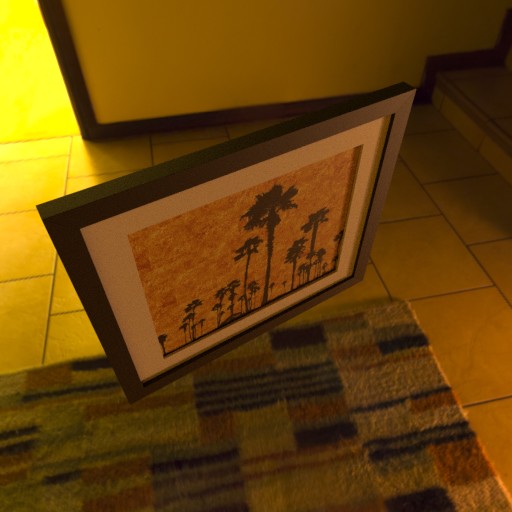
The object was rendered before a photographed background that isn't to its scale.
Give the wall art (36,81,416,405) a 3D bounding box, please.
[{"bbox_3d":[0.000,0.000,0.753,0.561,0.460,0.028,-25,52,-21],"label":"wall art"}]
